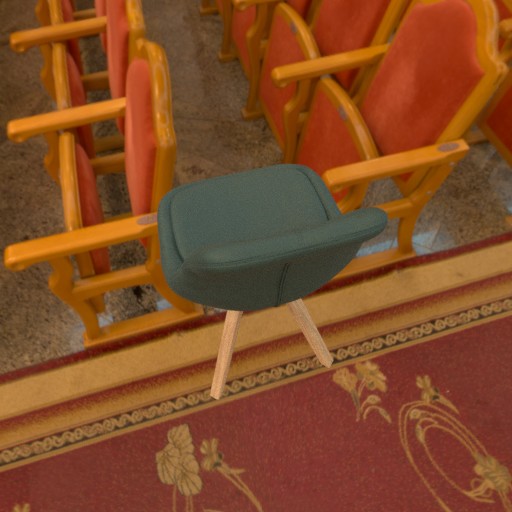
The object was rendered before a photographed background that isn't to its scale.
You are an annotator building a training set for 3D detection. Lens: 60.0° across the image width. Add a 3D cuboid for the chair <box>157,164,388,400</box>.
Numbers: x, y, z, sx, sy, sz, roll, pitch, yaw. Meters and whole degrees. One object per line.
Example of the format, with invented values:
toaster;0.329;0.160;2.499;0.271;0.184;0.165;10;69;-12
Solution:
chair;0.000;0.000;1.180;0.483;0.865;0.547;-14;58;-9
